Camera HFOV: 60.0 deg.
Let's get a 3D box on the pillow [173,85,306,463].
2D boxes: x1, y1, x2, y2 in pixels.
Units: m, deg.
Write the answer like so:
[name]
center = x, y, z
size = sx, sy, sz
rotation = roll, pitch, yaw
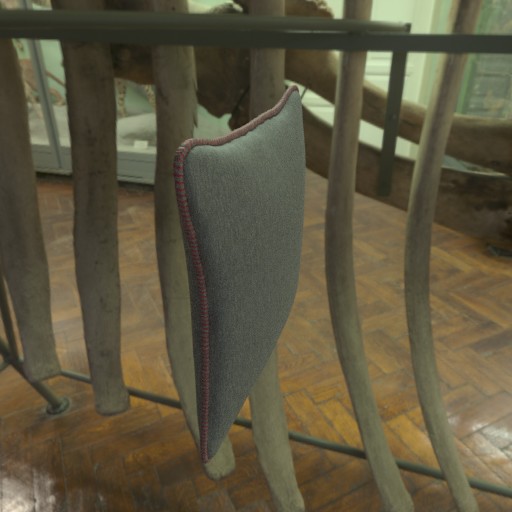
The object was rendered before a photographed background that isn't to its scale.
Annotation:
[pillow]
center = 0.000, 0.000, 0.745
size = 0.124, 0.491, 0.482
rotation = 10, 30, 17
